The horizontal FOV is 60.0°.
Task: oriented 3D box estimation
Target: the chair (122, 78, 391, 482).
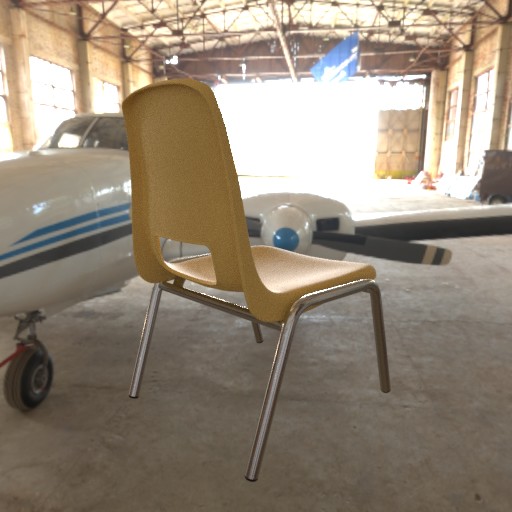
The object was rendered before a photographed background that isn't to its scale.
[{"bbox_3d":[0.000,0.000,0.779,0.354,0.536,0.385,12,17,43],"label":"chair"}]
